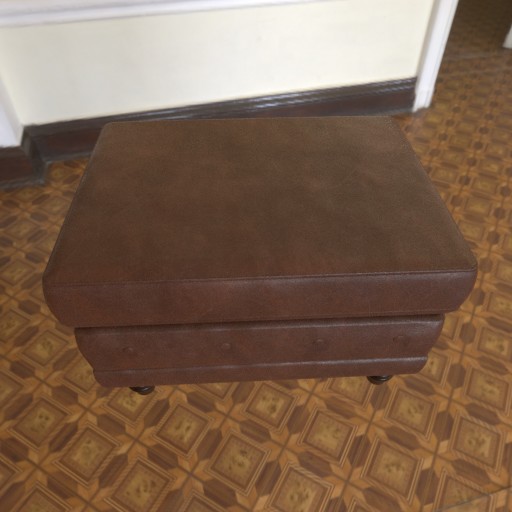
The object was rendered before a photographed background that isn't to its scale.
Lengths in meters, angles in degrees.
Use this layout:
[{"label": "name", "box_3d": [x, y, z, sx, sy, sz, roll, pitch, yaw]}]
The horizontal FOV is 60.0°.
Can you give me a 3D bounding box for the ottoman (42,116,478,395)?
[{"label": "ottoman", "box_3d": [0.000, 0.000, 1.136, 0.795, 0.509, 0.588, -2, 44, -2]}]
